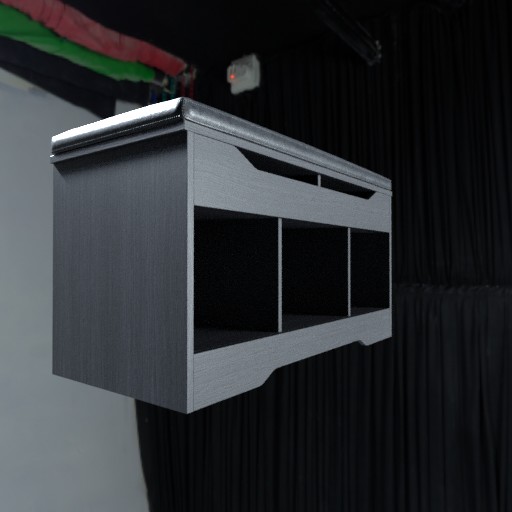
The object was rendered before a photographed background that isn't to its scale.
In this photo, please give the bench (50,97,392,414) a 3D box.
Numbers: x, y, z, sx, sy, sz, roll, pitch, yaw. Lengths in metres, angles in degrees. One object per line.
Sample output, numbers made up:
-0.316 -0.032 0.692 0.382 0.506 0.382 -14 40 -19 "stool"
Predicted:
0.000 0.000 1.165 0.401 0.501 0.905 0 -1 37 "bench"
